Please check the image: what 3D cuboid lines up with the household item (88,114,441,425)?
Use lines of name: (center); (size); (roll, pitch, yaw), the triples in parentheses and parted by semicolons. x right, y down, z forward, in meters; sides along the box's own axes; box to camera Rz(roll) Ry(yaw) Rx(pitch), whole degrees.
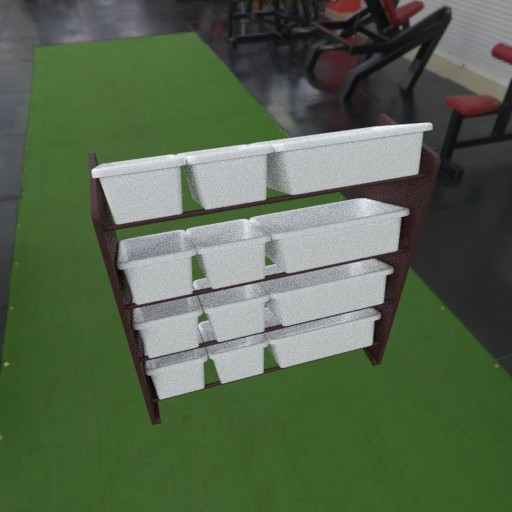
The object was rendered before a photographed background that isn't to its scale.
household item: (0.000, 0.000, 1.310); (0.787, 0.864, 0.389); (-11, 41, -13)
